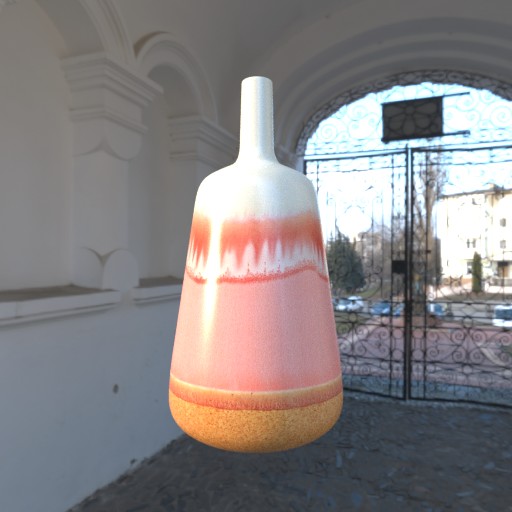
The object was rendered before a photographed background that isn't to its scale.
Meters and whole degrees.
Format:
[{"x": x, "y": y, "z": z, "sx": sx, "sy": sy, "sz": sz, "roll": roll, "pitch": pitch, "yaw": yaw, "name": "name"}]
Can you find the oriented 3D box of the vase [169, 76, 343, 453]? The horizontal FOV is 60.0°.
[{"x": 0.000, "y": 0.000, "z": 0.376, "sx": 0.144, "sy": 0.296, "sz": 0.144, "roll": 0, "pitch": -1, "yaw": 0, "name": "vase"}]
